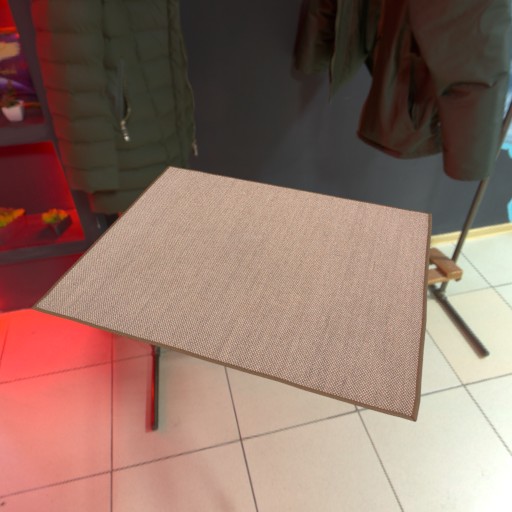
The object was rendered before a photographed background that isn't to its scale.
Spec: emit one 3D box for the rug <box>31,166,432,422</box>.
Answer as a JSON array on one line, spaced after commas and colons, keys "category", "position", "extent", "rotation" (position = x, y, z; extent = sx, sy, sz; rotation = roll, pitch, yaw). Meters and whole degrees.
[{"category": "rug", "position": [0.000, 0.000, 4.071], "extent": [3.041, 0.020, 2.413], "rotation": [13, 43, 14]}]
